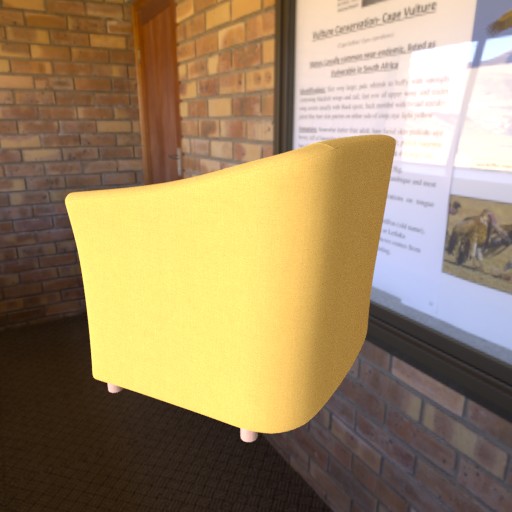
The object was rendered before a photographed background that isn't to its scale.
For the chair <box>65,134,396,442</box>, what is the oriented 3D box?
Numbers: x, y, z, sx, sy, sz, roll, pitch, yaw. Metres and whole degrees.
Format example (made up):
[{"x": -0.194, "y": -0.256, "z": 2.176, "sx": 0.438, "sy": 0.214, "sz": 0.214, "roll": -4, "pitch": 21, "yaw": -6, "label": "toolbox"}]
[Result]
[{"x": 0.000, "y": 0.000, "z": 1.355, "sx": 0.700, "sy": 0.720, "sz": 0.790, "roll": 9, "pitch": 19, "yaw": 27, "label": "chair"}]
